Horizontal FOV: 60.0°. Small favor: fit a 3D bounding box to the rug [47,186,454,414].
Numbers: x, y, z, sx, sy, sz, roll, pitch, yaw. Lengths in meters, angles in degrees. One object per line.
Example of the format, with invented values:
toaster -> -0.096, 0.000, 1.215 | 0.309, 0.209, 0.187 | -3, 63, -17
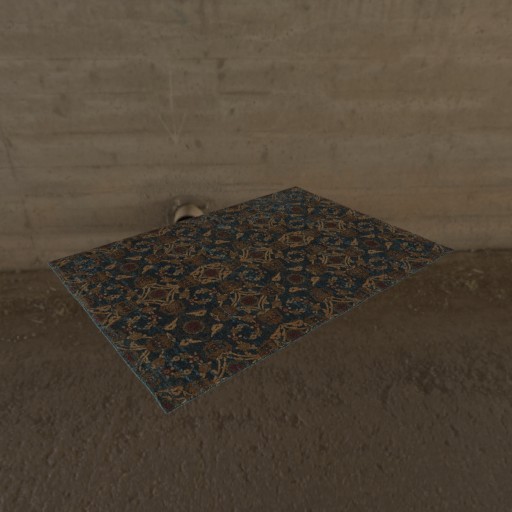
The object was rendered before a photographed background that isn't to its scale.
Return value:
rug -> 0.000, 0.000, 4.379 | 3.291, 0.013, 2.337 | -22, 36, -33
